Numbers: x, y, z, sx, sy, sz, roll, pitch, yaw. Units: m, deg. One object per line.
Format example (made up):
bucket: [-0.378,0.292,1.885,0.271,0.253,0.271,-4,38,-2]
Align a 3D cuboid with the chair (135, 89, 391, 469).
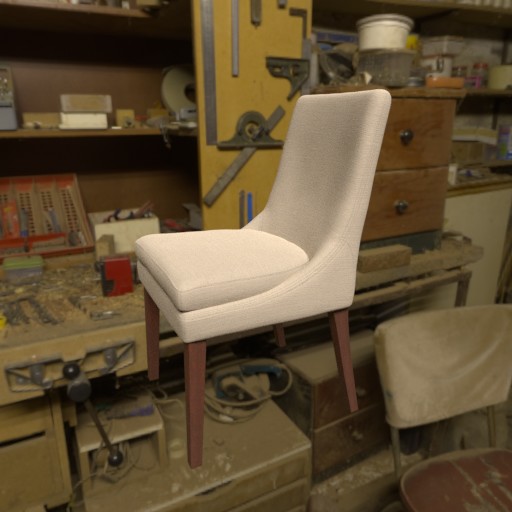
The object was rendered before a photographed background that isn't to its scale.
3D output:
chair: [0.000,0.000,1.340,0.638,0.940,0.515,-8,19,-25]
